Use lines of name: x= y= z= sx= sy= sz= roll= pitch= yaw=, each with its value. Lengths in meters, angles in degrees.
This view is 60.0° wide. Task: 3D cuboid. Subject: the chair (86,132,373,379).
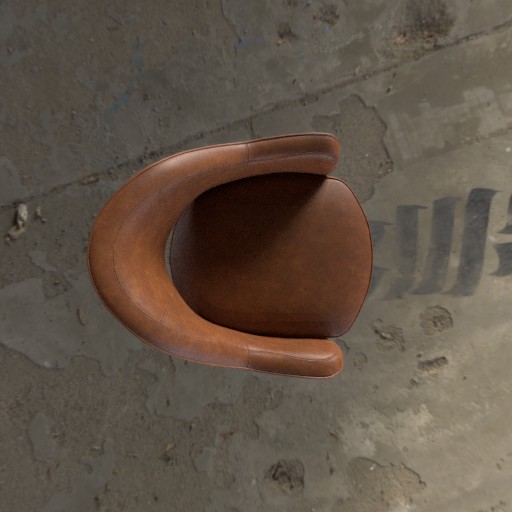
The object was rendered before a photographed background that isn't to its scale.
chair: x=0.000 y=0.000 z=1.226 sx=0.640 sy=0.777 sz=0.591 roll=0 pitch=90 yaw=0
